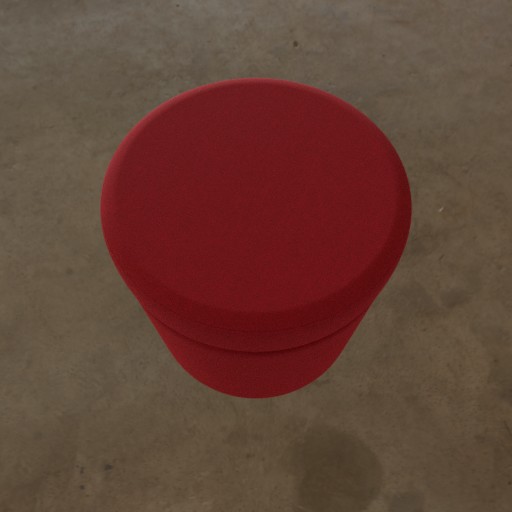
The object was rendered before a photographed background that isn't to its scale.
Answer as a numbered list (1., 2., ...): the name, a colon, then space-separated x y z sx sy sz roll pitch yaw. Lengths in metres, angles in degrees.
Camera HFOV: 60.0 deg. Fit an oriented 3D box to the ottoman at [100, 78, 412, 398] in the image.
1. ottoman: 0.000 0.000 0.737 0.400 0.406 0.400 0 62 0
